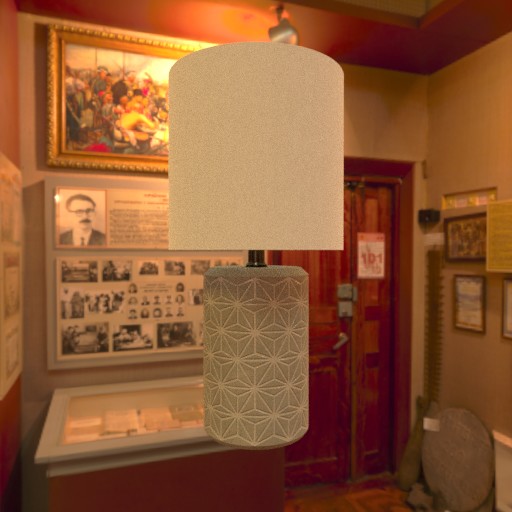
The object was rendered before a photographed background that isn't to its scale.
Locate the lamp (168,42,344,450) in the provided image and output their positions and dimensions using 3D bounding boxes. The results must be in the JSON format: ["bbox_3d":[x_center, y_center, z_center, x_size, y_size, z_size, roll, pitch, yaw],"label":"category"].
[{"bbox_3d":[0.000,0.000,0.533,0.206,0.416,0.206,0,1,-17],"label":"lamp"}]
